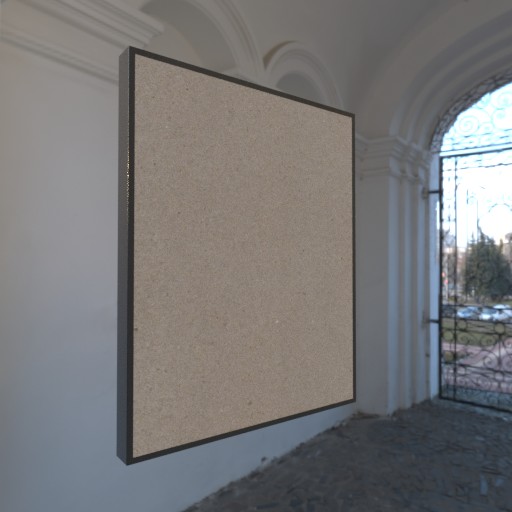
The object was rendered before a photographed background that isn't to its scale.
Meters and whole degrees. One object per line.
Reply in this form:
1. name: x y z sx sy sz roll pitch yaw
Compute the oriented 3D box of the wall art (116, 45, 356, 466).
1. wall art: 0.000 0.000 0.729 0.448 0.551 0.038 1 -1 -37
